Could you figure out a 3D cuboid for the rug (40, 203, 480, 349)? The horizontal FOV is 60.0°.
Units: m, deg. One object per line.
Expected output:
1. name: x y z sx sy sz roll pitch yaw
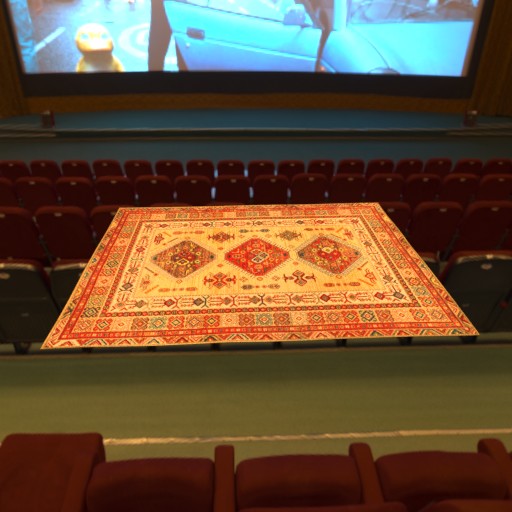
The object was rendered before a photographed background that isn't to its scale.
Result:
1. rug: 0.000 0.000 4.157 3.067 0.005 2.460 -1 29 -3
